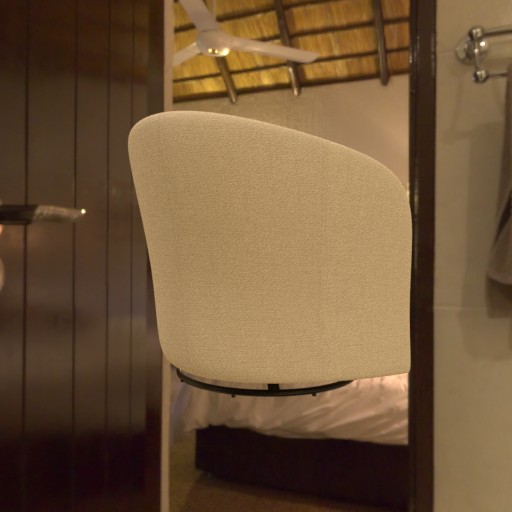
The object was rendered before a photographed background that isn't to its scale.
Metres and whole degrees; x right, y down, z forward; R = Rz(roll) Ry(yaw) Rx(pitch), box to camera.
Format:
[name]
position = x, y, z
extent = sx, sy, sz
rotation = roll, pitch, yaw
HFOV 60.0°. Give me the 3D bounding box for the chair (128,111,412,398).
[chair]
position = 0.000, 0.000, 1.467
extent = 0.815, 0.771, 0.791
rotation = 0, 0, -18
